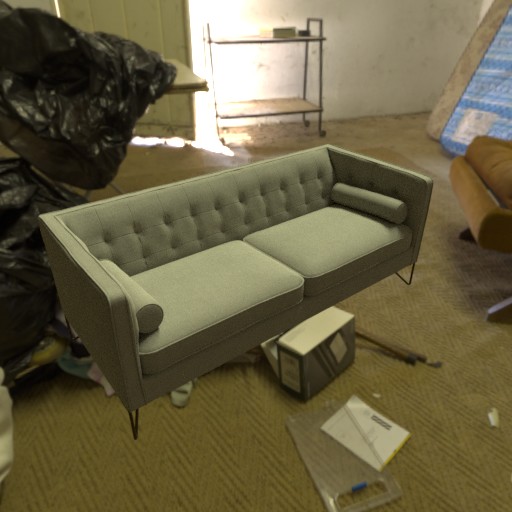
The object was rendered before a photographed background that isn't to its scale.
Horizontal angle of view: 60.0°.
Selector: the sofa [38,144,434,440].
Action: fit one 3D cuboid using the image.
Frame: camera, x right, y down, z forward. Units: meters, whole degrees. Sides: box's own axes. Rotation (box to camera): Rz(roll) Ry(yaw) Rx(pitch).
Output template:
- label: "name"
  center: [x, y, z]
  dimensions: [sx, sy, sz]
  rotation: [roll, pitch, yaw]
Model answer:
- label: "sofa"
  center: [0.000, 0.000, 2.625]
  dimensions: [2.079, 0.798, 0.912]
  rotation: [-21, 36, -32]
